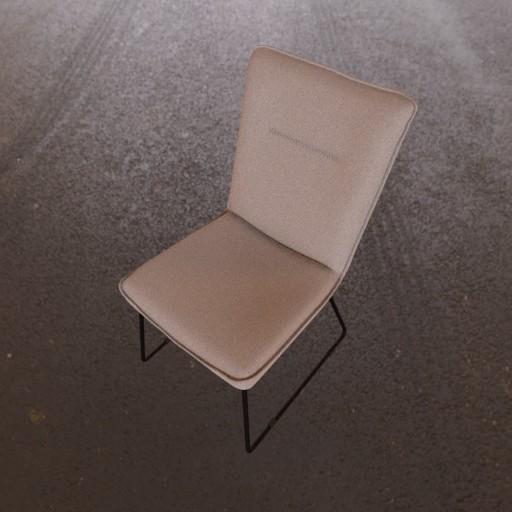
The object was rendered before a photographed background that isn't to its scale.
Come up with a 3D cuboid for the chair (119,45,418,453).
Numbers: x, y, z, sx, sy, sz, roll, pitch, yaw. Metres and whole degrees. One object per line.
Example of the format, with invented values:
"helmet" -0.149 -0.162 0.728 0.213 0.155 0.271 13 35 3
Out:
"chair" 0.000 0.000 1.331 0.515 0.930 0.688 31 55 26
